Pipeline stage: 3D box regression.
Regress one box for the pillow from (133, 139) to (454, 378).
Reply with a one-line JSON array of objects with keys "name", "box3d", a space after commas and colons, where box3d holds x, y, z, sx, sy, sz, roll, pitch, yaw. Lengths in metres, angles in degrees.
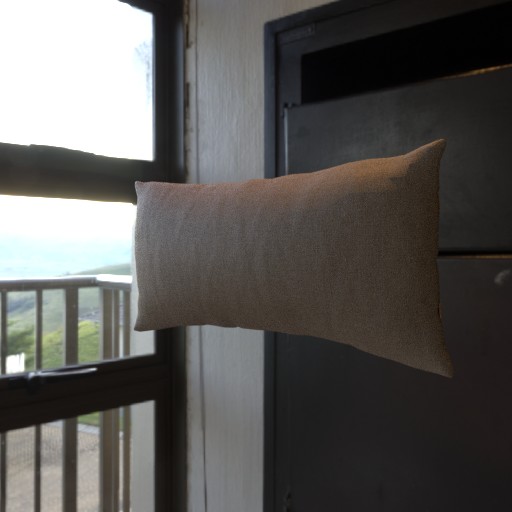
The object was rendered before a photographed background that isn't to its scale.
[{"name": "pillow", "box3d": [0.000, 0.000, 0.735, 0.612, 0.308, 0.148, 0, 0, 35]}]
